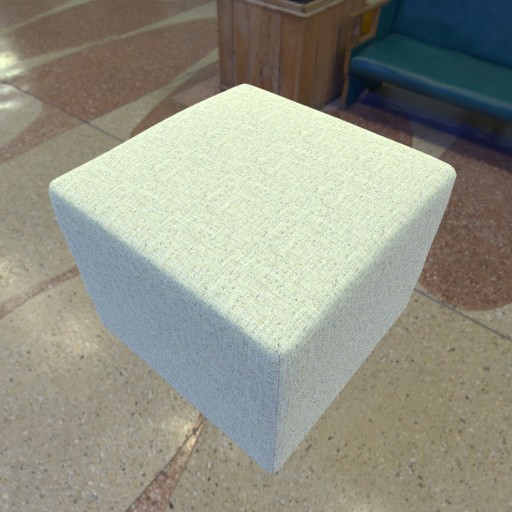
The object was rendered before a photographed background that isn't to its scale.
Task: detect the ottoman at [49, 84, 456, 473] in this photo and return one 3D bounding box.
[{"bbox_3d":[0.000,0.000,0.891,0.521,0.453,0.512,32,54,27],"label":"ottoman"}]
